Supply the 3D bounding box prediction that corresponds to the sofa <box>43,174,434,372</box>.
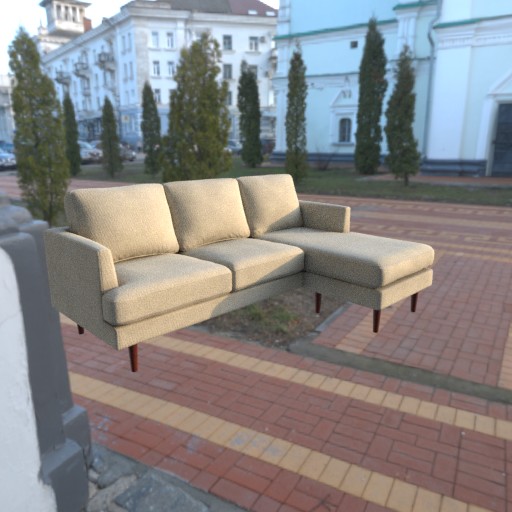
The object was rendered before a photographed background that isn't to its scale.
[{"bbox_3d":[0.000,0.000,3.000,2.233,0.956,1.504,-14,20,-43],"label":"sofa"}]
